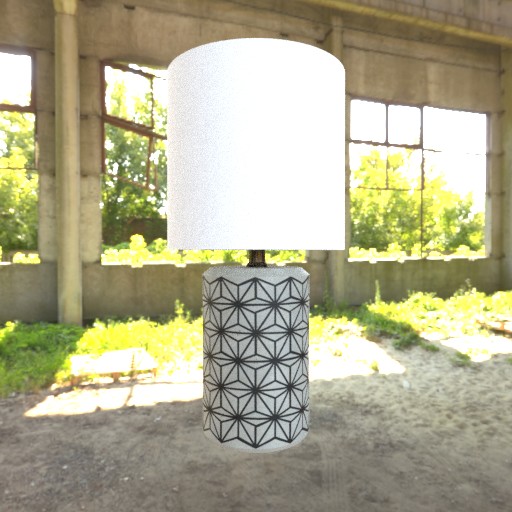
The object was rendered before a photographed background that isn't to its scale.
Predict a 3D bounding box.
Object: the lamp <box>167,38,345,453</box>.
[{"bbox_3d":[0.000,0.000,0.526,0.206,0.416,0.206,0,1,36],"label":"lamp"}]
